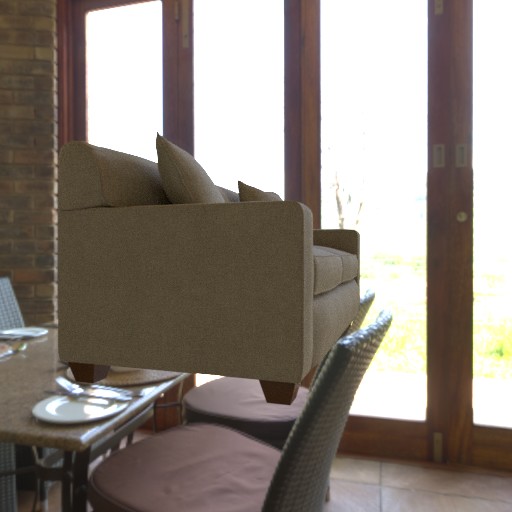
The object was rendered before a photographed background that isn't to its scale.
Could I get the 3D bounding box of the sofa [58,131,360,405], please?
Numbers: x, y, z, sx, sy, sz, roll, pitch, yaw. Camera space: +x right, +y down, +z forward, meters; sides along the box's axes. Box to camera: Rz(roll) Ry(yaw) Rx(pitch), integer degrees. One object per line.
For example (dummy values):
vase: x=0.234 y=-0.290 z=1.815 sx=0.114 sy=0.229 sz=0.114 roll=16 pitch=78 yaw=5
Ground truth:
sofa: x=0.000 y=0.000 z=2.384 sx=0.998 sy=0.958 sz=1.846 roll=0 pitch=0 yaw=19
